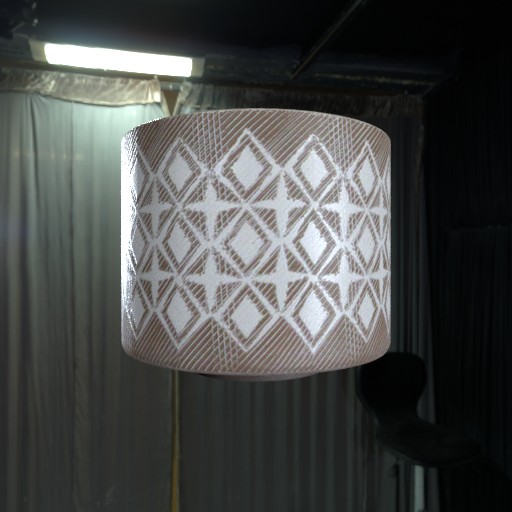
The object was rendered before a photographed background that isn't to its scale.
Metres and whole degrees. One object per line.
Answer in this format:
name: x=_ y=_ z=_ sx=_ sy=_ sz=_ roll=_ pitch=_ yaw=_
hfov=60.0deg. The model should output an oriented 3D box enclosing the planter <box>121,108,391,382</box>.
planter: x=0.000 y=0.000 z=0.218 sx=0.126 sy=0.104 sz=0.126 roll=0 pitch=0 yaw=0
